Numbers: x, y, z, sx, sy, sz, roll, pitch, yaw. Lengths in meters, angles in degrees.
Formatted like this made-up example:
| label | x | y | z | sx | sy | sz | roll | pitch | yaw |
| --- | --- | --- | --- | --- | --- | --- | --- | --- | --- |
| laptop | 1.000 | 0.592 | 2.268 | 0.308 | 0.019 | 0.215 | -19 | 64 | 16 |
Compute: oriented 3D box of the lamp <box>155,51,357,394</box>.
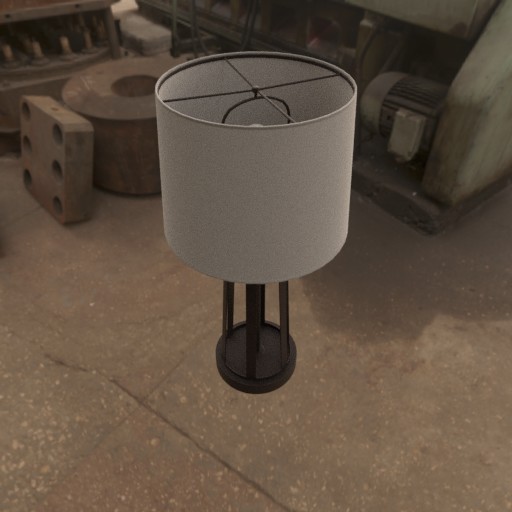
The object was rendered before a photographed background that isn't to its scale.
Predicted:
| label | x | y | z | sx | sy | sz | roll | pitch | yaw |
| --- | --- | --- | --- | --- | --- | --- | --- | --- | --- |
| lamp | 0.000 | 0.000 | 0.657 | 0.251 | 0.509 | 0.251 | 0 | 41 | 0 |
